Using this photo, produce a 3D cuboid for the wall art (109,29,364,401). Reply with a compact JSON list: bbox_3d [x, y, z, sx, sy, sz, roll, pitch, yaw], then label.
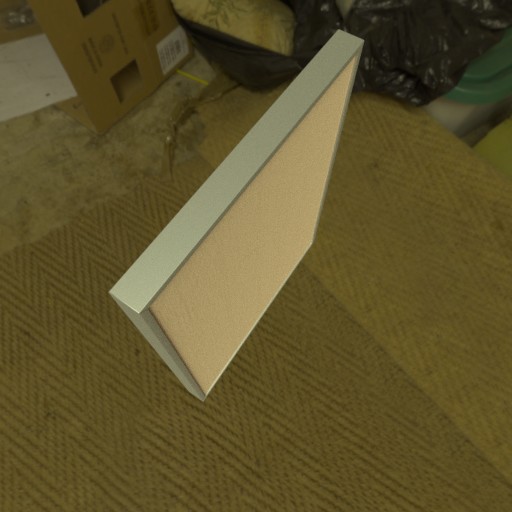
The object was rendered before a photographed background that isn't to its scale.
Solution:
[{"bbox_3d":[0.000,0.000,0.743,0.039,0.553,0.445,31,68,14],"label":"wall art"}]
